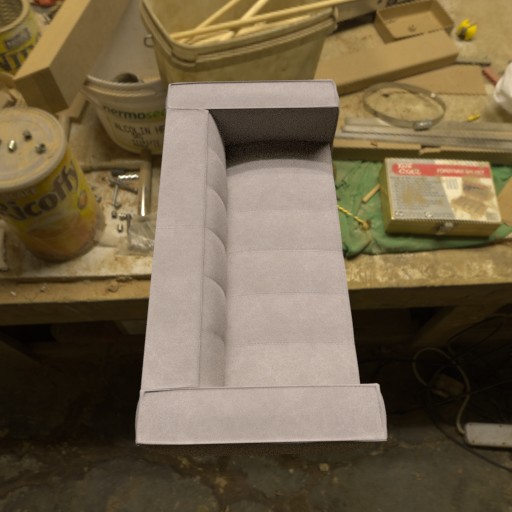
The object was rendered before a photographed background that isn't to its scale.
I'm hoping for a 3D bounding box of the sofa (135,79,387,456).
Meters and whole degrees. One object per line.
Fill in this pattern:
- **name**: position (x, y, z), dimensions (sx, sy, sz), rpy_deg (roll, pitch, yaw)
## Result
- **sofa**: position (0.000, 0.000, 2.440), dimensions (1.038, 0.680, 1.995), rpy_deg (-1, 63, -1)
